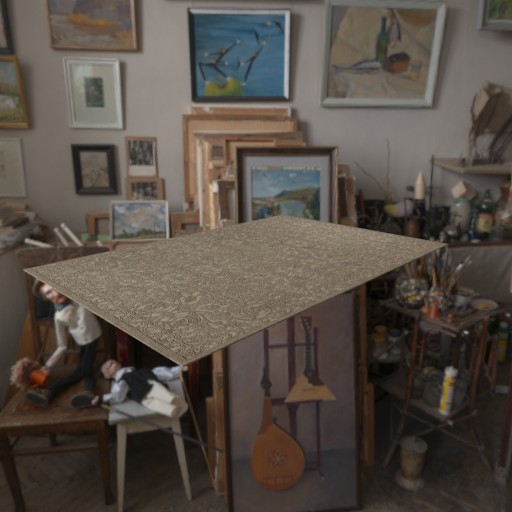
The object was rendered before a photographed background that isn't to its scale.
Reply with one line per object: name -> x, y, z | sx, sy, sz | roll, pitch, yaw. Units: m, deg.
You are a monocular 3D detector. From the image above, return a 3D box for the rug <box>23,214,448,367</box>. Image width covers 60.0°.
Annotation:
rug -> 0.000, 0.000, 2.266 | 1.221, 0.006, 1.827 | 16, 22, 42
